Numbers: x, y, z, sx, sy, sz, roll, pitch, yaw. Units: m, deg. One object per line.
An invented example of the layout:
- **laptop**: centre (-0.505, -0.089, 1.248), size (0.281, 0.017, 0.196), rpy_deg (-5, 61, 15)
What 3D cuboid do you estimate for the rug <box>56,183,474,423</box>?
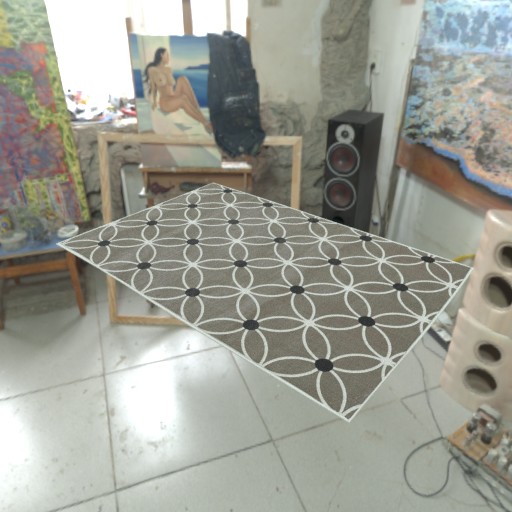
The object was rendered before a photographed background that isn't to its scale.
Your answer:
- **rug**: centre (0.000, 0.000, 2.878), size (2.284, 0.008, 1.522), rpy_deg (23, 37, 34)
